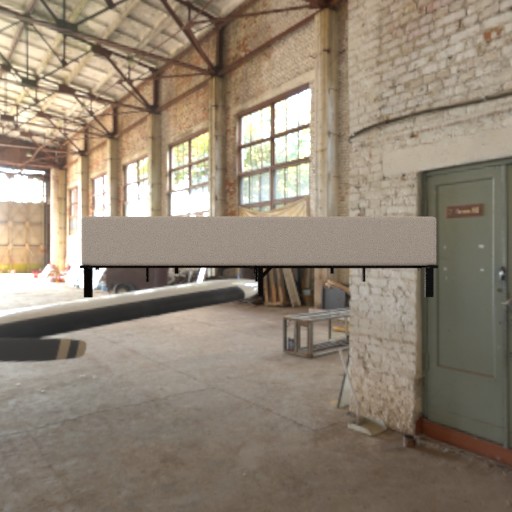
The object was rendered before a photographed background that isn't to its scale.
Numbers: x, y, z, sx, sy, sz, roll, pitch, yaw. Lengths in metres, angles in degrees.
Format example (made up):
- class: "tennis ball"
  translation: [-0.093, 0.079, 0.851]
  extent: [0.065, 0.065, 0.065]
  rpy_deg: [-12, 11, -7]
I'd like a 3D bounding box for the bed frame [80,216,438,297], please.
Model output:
- class: "bed frame"
  translation: [0.000, 0.000, 3.860]
  extent: [1.930, 0.440, 2.987]
  rpy_deg: [0, 0, -1]
